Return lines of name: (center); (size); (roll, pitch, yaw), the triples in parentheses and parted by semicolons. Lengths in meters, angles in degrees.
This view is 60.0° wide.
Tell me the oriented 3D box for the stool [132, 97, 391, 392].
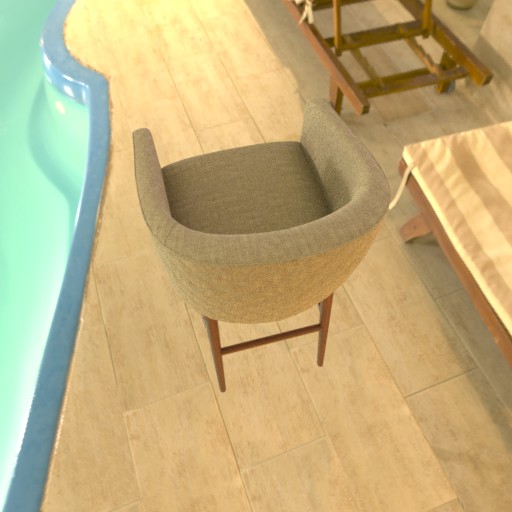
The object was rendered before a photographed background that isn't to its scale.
stool: (0.000, 0.000, 1.361); (0.559, 0.952, 0.635); (-13, 59, -8)
